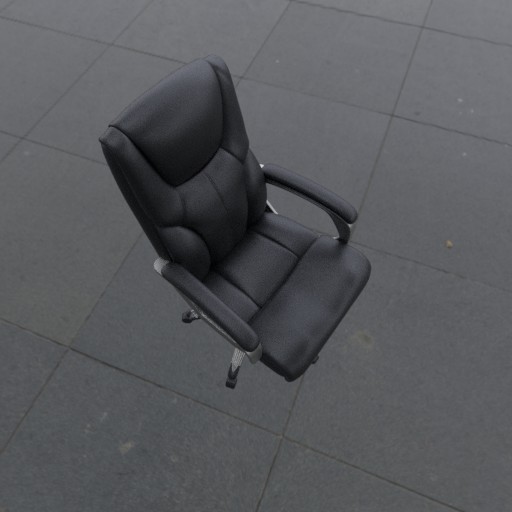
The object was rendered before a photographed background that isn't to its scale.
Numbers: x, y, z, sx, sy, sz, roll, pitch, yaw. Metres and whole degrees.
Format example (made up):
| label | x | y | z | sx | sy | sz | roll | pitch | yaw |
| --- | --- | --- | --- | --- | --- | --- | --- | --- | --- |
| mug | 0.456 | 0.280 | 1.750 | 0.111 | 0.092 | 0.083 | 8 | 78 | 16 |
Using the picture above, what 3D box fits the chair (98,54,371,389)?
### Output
| label | x | y | z | sx | sy | sz | roll | pitch | yaw |
| --- | --- | --- | --- | --- | --- | --- | --- | --- | --- |
| chair | 0.000 | 0.000 | 1.609 | 0.739 | 1.155 | 0.663 | 32 | 63 | 19 |
